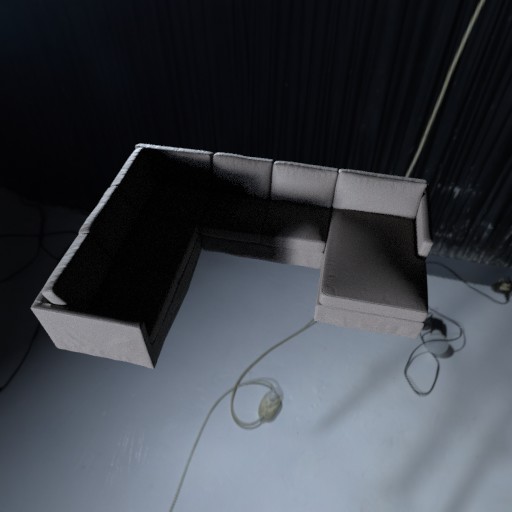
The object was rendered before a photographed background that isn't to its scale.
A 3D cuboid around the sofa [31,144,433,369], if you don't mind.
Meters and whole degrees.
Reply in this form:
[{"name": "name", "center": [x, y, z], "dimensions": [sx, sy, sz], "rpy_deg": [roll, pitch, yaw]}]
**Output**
[{"name": "sofa", "center": [0.000, 0.000, 4.528], "dimensions": [3.460, 0.882, 2.427], "rpy_deg": [9, 49, 8]}]
